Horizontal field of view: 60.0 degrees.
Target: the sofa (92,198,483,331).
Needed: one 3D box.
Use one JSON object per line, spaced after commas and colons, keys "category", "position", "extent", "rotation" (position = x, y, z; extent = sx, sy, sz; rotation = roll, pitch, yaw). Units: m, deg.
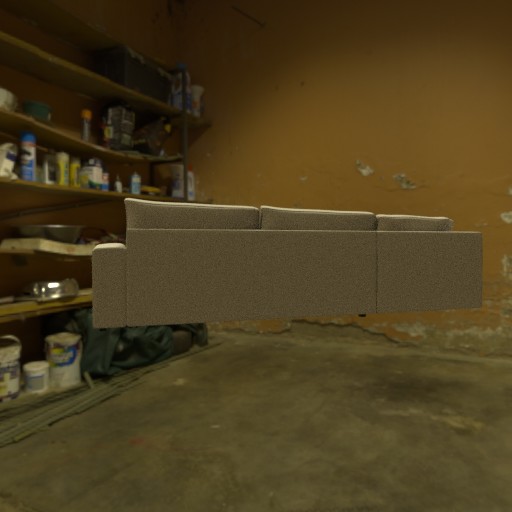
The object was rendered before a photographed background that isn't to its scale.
{"category": "sofa", "position": [0.000, 0.000, 4.853], "extent": [3.206, 0.918, 3.066], "rotation": [-1, 2, -17]}
